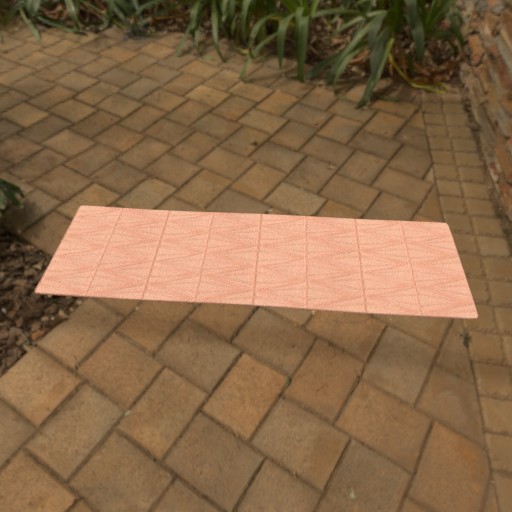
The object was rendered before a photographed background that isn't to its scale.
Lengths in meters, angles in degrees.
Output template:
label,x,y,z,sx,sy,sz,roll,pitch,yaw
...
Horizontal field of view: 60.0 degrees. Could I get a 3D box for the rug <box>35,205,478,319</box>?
label,x,y,z,sx,sy,sz,roll,pitch,yaw
rug,0.000,0.000,2.667,2.435,0.015,0.760,3,47,3
